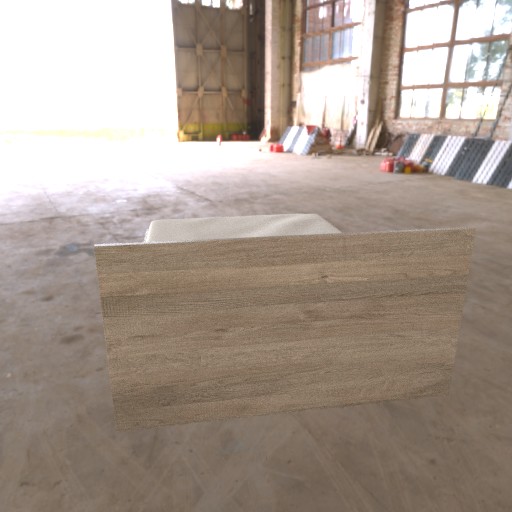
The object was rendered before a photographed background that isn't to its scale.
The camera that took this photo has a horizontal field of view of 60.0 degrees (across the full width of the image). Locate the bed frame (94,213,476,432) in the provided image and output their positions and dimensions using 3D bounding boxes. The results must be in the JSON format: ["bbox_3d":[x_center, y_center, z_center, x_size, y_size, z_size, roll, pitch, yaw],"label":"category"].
[{"bbox_3d":[0.000,0.000,2.727,1.490,0.800,1.950,-3,19,-9],"label":"bed frame"}]
